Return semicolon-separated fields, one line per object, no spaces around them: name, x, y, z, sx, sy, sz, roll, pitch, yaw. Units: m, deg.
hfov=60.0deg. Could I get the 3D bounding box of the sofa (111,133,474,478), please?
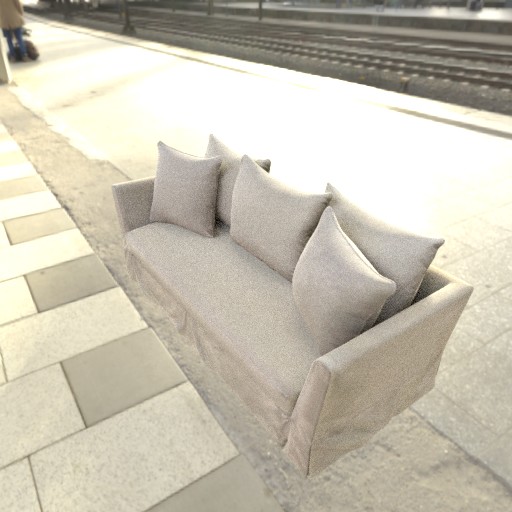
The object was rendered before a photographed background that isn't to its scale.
sofa;0.000;0.000;2.801;1.031;1.034;2.290;-20;37;-30
